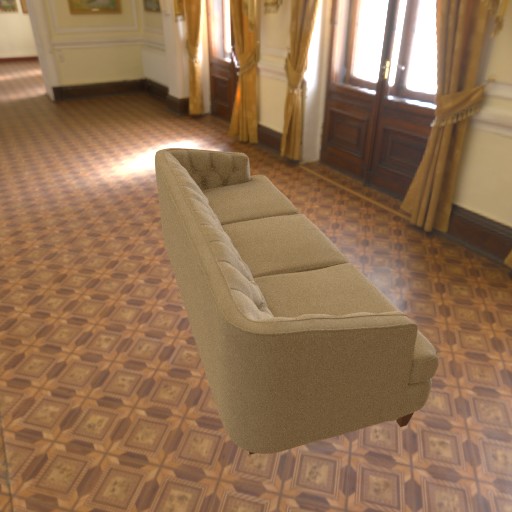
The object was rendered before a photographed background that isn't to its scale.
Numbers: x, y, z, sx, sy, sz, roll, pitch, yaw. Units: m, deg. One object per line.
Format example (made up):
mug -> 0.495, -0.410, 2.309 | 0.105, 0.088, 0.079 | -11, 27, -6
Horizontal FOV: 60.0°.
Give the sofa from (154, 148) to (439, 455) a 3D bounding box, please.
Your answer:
sofa -> 0.000, 0.000, 2.633 | 0.913, 0.788, 2.235 | -9, 32, -16
